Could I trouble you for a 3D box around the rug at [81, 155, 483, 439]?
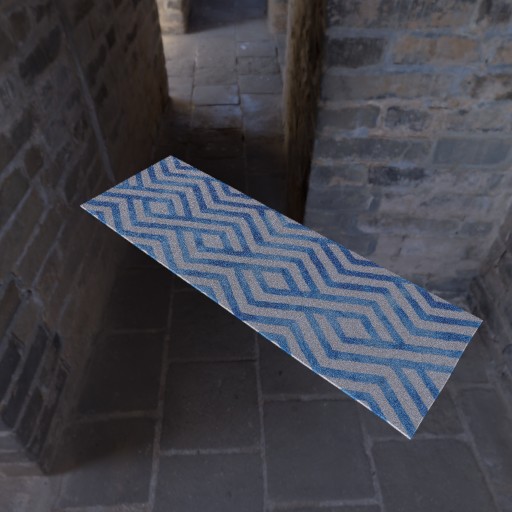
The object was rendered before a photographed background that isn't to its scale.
[{"bbox_3d":[0.000,0.000,1.632,1.492,0.007,0.503,31,53,27],"label":"rug"}]
